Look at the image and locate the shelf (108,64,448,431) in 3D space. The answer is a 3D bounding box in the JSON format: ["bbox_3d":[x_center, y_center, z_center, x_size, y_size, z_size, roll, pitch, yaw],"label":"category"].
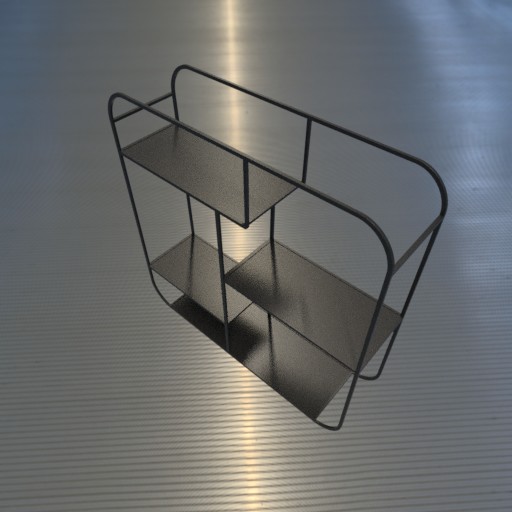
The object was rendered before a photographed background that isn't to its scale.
[{"bbox_3d":[0.000,0.000,0.912,0.600,0.600,0.160,32,54,27],"label":"shelf"}]
